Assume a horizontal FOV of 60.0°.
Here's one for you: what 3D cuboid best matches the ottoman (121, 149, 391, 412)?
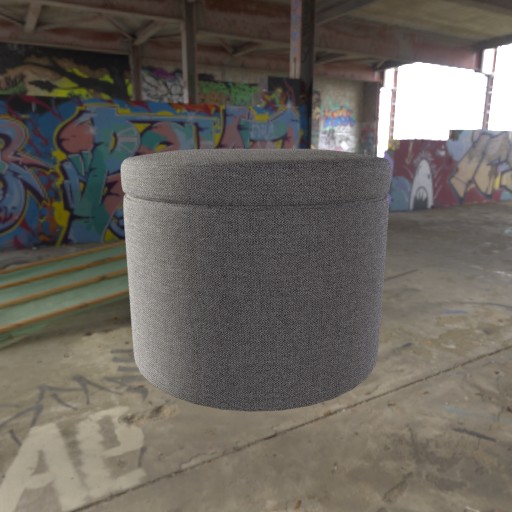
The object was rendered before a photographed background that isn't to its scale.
[{"bbox_3d":[0.000,0.000,0.893,0.500,0.419,0.500,0,14,0],"label":"ottoman"}]
